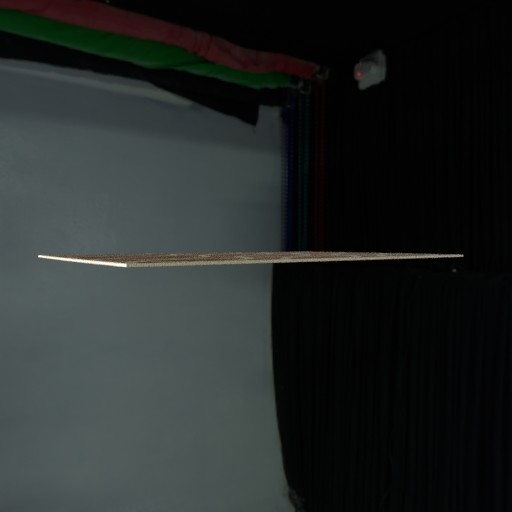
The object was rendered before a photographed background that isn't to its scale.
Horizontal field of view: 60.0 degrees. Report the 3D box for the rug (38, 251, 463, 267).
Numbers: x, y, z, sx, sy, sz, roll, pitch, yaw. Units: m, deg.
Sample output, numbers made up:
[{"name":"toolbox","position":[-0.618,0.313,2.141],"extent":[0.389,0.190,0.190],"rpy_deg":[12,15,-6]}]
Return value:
[{"name":"rug","position":[0.000,0.000,2.837],"extent":[2.290,0.014,1.526],"rpy_deg":[-1,2,-37]}]
